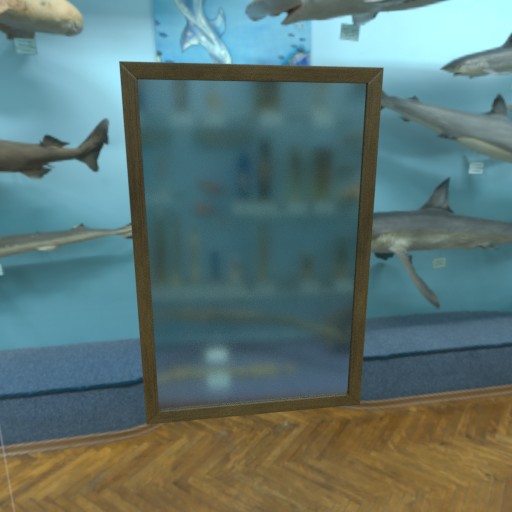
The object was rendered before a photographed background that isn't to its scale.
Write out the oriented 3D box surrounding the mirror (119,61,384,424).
[{"bbox_3d":[0.000,0.000,1.149,0.609,0.915,0.040,-2,15,-8],"label":"mirror"}]
